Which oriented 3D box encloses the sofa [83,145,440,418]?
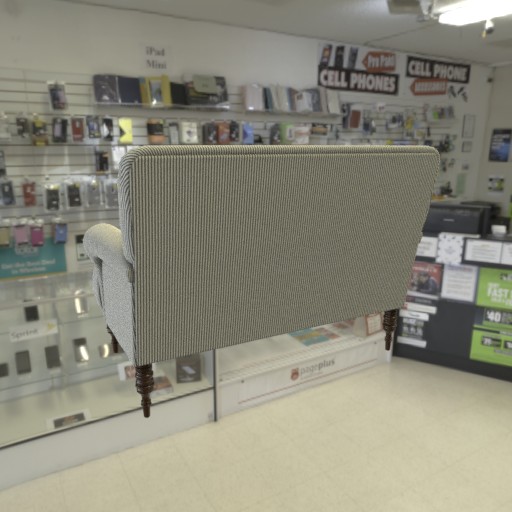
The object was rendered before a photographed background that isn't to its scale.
[{"bbox_3d":[0.000,0.000,1.836,1.297,0.889,0.779,-7,16,-27],"label":"sofa"}]
